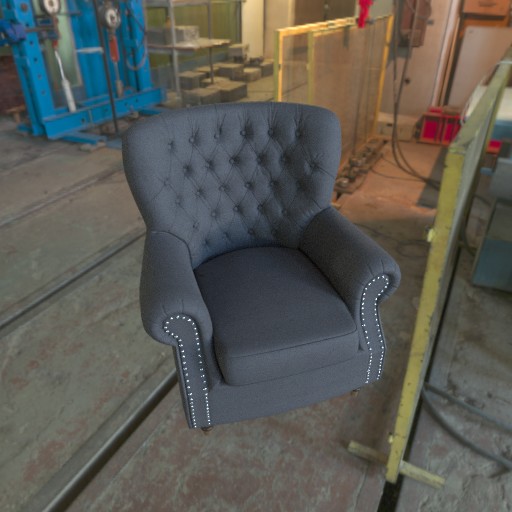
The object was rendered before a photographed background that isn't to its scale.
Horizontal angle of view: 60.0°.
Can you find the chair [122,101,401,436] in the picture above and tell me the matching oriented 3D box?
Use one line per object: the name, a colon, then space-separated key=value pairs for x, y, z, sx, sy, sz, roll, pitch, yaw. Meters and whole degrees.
chair: x=0.000 y=0.000 z=1.841 sx=0.983 sy=1.046 sz=0.983 roll=-10 pitch=33 yaw=-15
